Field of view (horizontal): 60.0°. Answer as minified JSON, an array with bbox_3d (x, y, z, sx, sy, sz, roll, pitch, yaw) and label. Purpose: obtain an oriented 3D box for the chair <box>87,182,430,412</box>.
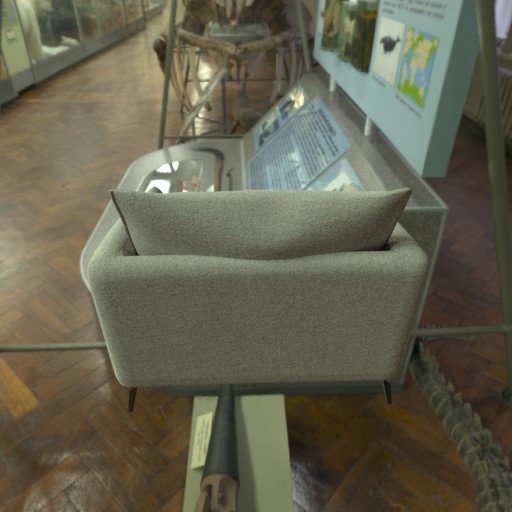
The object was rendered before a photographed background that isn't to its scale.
[{"bbox_3d":[0.000,0.000,1.642,1.029,0.856,0.801,-1,32,-2],"label":"chair"}]
